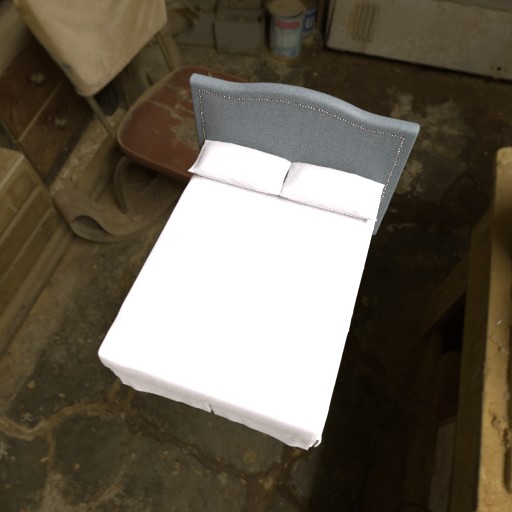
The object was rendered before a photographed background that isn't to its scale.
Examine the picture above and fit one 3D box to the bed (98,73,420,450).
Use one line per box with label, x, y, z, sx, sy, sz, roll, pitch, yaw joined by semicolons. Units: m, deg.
bed;0.000;0.000;3.315;1.753;1.460;2.143;16;60;10
